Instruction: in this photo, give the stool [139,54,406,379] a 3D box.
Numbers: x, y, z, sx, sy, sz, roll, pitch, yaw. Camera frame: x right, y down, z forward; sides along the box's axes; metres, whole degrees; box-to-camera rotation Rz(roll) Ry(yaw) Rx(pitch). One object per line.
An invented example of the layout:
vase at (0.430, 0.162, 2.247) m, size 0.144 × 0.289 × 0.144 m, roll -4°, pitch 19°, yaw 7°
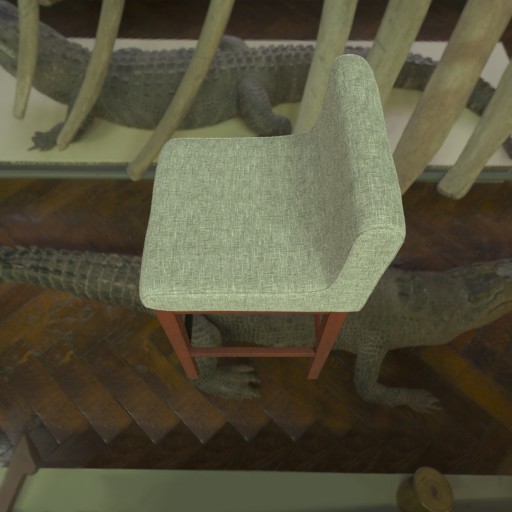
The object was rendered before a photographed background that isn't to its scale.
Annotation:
stool at (0.000, 0.000, 1.094) m, size 0.459 × 0.835 × 0.417 m, roll 0°, pitch 59°, yaw 0°
